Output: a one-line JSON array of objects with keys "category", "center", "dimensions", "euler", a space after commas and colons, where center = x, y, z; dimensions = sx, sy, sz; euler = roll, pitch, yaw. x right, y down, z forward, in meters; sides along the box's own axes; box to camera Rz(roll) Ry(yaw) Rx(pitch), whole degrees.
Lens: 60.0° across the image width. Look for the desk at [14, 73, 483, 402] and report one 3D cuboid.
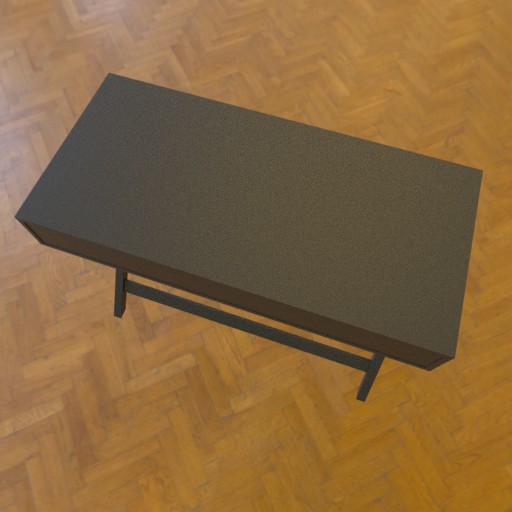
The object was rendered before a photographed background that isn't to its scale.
[{"category": "desk", "center": [0.000, 0.000, 1.457], "dimensions": [1.057, 0.780, 0.525], "euler": [17, 66, 8]}]
